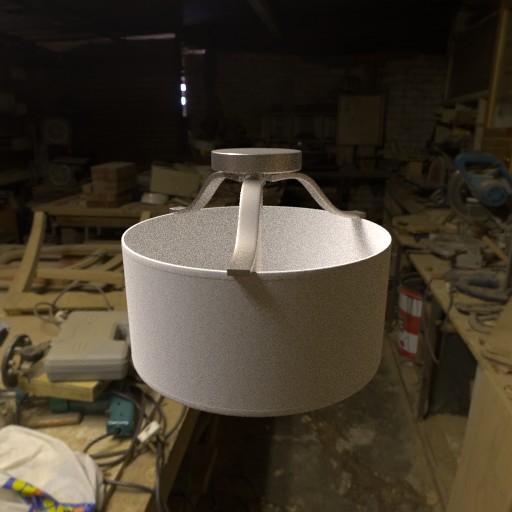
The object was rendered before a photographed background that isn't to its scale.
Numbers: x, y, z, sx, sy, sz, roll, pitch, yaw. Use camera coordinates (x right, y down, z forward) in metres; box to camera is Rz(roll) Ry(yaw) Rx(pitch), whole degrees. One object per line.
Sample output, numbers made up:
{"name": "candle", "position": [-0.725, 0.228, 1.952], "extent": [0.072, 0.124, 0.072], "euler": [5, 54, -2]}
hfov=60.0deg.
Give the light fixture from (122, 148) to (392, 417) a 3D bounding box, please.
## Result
{"name": "light fixture", "position": [0.000, 0.000, 0.657], "extent": [0.395, 0.304, 0.395], "euler": [0, 17, 0]}
